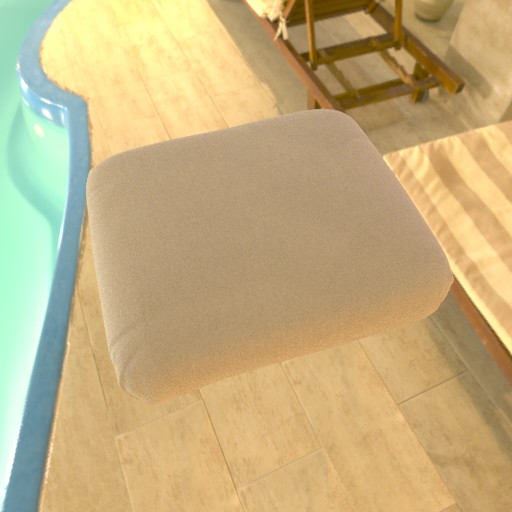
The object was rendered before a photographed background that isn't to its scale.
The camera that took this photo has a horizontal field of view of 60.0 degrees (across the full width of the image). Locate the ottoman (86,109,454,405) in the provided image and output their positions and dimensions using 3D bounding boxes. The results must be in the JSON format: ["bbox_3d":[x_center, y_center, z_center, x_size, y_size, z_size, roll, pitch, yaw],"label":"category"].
[{"bbox_3d":[0.000,0.000,1.141,0.746,0.450,0.622,-15,57,-10],"label":"ottoman"}]
